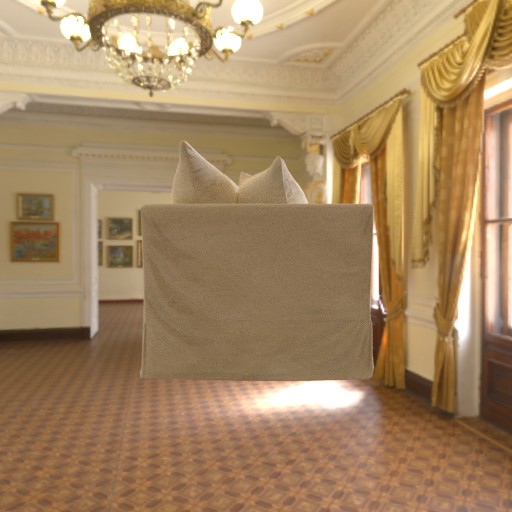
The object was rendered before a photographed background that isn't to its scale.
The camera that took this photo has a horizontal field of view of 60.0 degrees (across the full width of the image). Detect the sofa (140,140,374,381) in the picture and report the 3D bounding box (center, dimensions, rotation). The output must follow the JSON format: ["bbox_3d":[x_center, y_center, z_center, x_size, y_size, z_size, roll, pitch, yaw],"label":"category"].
[{"bbox_3d":[0.000,0.000,3.075,1.030,1.042,2.484,0,0,0],"label":"sofa"}]
